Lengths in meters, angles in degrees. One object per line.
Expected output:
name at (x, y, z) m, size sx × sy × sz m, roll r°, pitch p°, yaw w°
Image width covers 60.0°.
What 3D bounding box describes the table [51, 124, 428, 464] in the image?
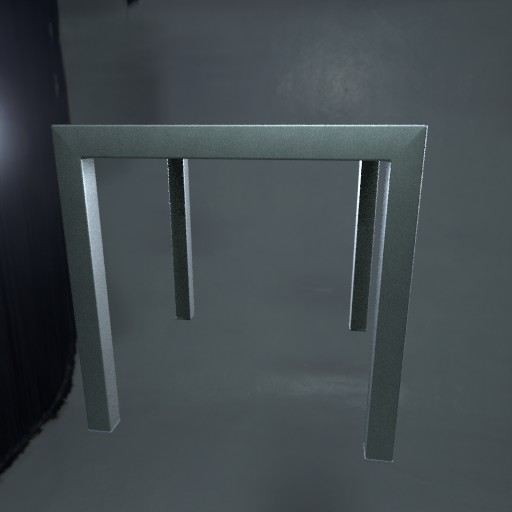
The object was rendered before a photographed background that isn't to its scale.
table at (0.000, 0.000, 0.895) m, size 0.508 × 0.508 × 0.508 m, roll 2°, pitch 17°, yaw 8°
